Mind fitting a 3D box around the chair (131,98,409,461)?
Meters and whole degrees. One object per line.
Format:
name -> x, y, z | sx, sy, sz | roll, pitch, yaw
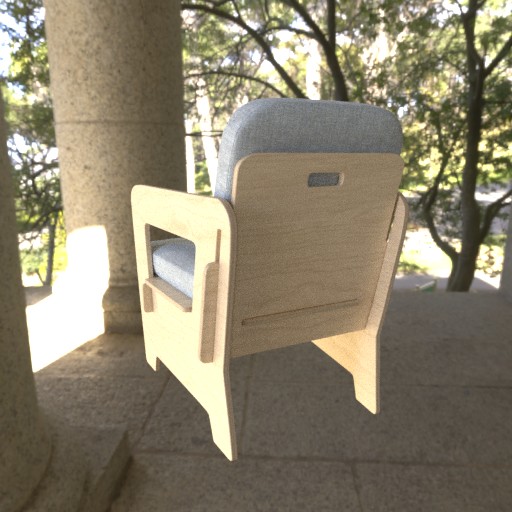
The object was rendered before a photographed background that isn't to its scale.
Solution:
chair -> 0.000, 0.000, 1.287 | 0.590, 0.800, 0.710 | -6, 14, -26
